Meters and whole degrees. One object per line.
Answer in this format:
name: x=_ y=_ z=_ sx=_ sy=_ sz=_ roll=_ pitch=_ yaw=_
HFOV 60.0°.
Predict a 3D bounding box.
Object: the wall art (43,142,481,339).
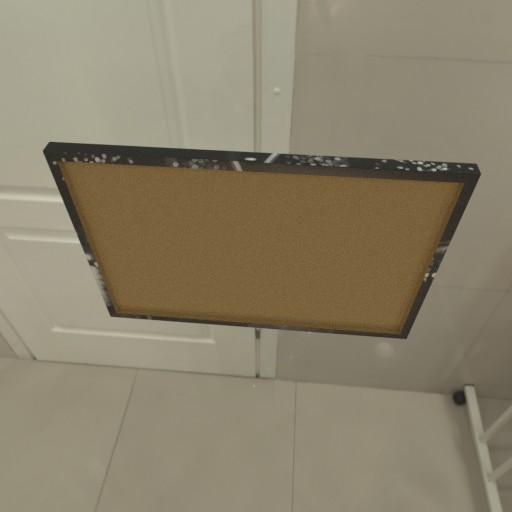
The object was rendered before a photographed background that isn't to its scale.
wall art: x=0.000 y=0.000 z=1.153 sx=0.914 sy=0.609 sz=0.038 roll=4 pitch=47 yaw=4
